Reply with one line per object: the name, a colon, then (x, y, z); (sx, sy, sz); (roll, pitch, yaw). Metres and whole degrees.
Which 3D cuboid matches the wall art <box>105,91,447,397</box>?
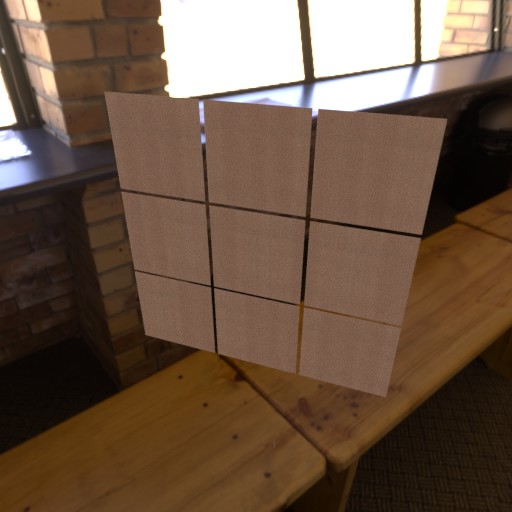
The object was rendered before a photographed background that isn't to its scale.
wall art: (0.000, 0.000, 2.263); (1.517, 1.505, 0.002); (11, 33, 17)
